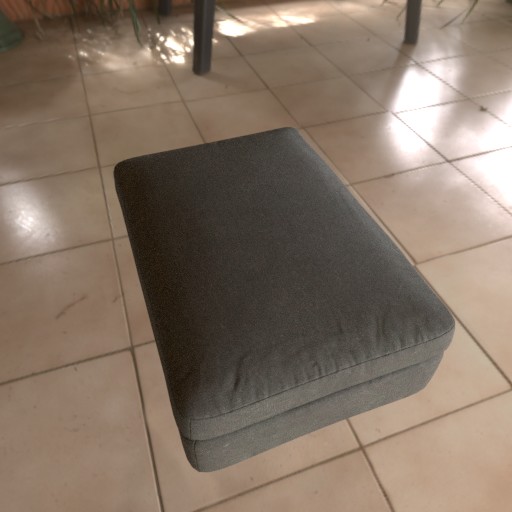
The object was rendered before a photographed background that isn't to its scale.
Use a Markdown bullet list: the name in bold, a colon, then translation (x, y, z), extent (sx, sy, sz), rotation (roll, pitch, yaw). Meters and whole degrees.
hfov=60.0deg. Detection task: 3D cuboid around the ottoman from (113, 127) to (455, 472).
- **ottoman**: translation (0.000, 0.000, 1.616), extent (0.840, 0.429, 1.199), rotation (-15, 48, -14)
